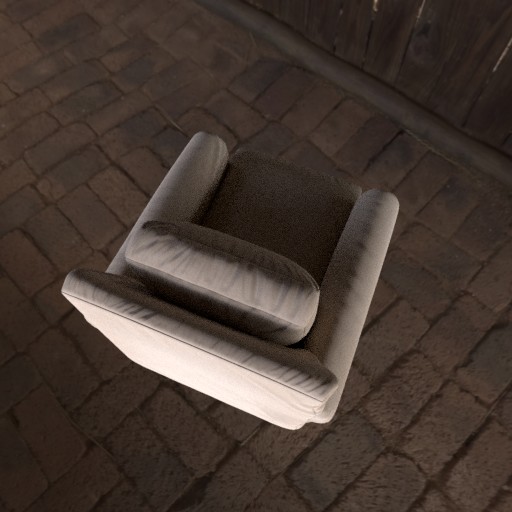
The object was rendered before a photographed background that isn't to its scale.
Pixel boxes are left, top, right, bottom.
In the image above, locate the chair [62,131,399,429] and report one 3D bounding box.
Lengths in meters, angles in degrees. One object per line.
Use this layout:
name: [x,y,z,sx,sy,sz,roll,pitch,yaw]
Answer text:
chair: [0.000,0.000,1.763,0.940,0.866,1.066,20,65,10]
